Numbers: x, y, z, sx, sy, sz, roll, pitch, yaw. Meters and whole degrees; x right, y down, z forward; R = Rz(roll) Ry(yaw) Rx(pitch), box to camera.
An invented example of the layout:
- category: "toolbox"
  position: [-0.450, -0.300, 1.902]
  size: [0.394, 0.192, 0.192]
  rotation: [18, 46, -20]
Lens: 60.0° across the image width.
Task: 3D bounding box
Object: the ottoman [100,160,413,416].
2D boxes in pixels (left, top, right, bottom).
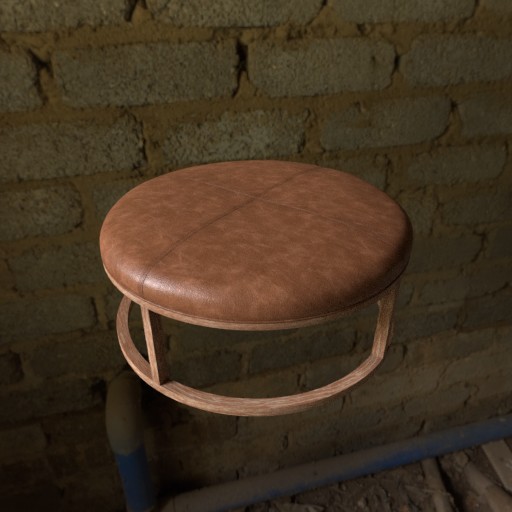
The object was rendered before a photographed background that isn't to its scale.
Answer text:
- category: "ottoman"
  position: [0.000, 0.000, 1.544]
  size: [1.006, 0.445, 1.006]
  rotation: [0, 31, 0]
